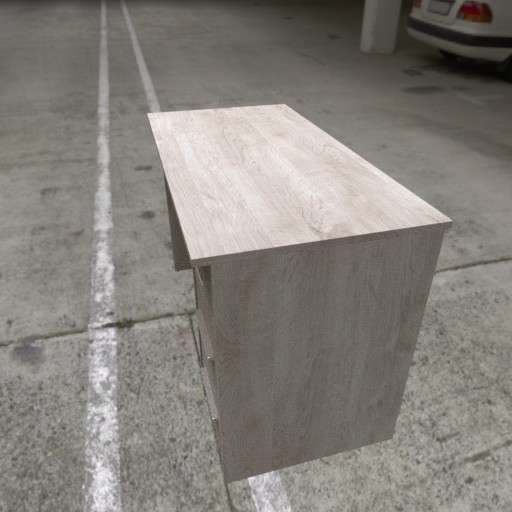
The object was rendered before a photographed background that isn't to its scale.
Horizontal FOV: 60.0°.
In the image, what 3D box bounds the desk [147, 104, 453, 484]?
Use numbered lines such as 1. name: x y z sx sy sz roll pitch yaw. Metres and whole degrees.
1. desk: 0.000 0.000 1.519 0.560 0.735 1.097 -9 33 -13
